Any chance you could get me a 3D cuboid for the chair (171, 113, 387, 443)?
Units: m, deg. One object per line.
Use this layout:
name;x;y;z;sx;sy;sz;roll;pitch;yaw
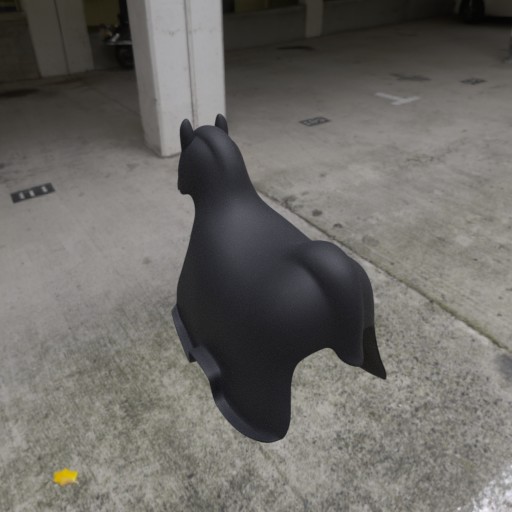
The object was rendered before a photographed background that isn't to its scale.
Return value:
chair;0.000;0.000;1.166;0.429;0.612;0.800;-18;36;-27
